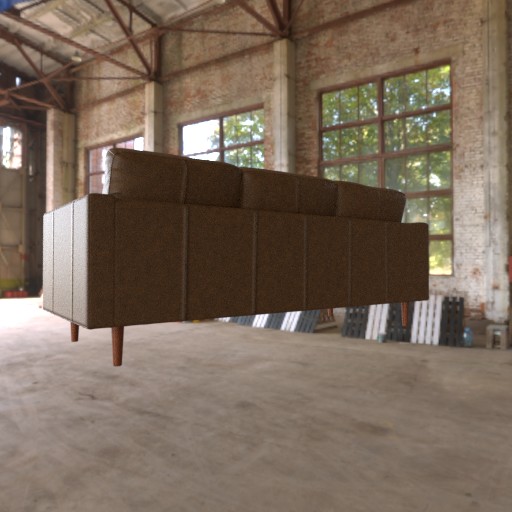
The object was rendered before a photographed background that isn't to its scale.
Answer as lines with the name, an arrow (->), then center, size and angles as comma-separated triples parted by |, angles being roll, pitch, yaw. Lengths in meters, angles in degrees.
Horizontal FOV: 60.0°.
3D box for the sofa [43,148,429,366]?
sofa -> 0.000, 0.000, 2.697 | 2.231, 0.930, 0.903 | 1, -1, -36
